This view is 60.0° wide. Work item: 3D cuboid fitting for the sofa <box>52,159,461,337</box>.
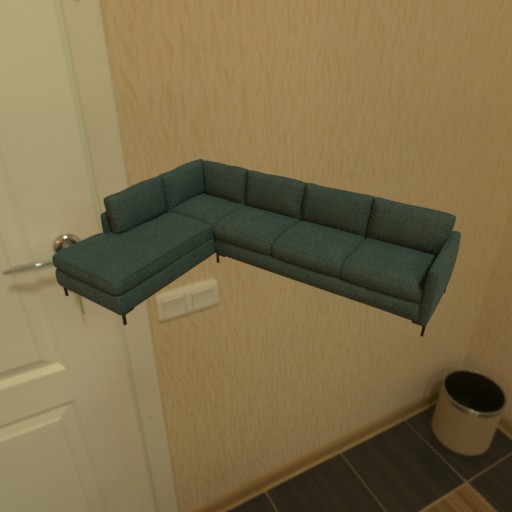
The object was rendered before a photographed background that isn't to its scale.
[{"bbox_3d":[0.000,0.000,3.834,2.949,0.815,2.007,18,35,28],"label":"sofa"}]
